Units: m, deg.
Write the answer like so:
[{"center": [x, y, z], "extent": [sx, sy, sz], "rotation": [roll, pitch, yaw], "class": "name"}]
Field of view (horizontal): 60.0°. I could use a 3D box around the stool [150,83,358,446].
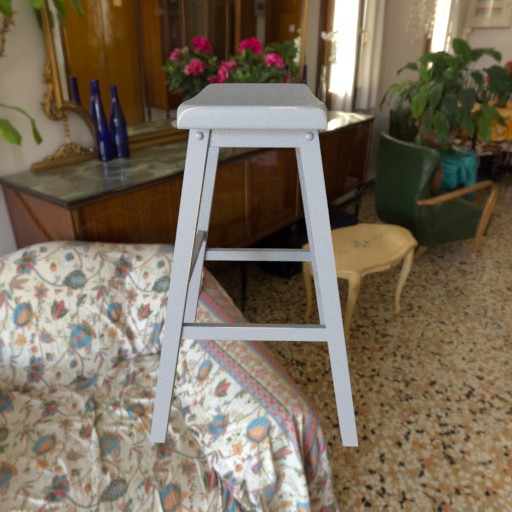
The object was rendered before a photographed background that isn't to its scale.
[{"center": [0.000, 0.000, 1.058], "extent": [0.476, 0.737, 0.457], "rotation": [1, 26, 1], "class": "stool"}]
